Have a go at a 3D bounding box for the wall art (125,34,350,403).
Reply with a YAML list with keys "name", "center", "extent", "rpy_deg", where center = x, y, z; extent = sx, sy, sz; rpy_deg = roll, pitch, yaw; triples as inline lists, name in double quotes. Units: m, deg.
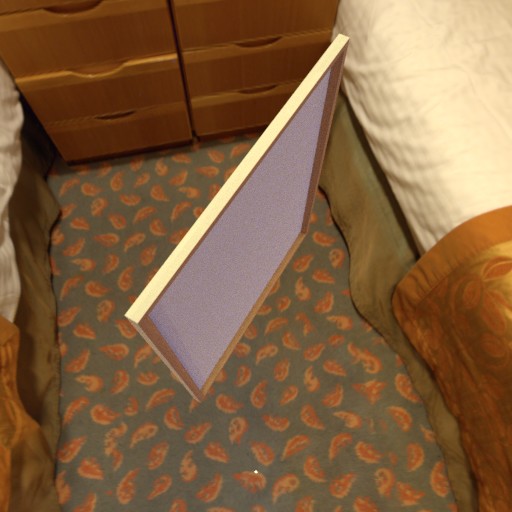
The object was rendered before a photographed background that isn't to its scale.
- name: "wall art"
  center: [0.000, 0.000, 0.989]
  extent: [0.021, 0.710, 0.609]
  rpy_deg: [28, 67, 13]
